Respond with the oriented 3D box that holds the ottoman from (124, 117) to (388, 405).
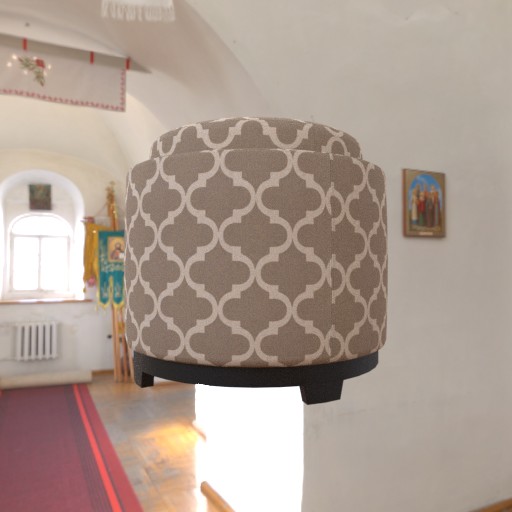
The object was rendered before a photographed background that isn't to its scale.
[{"bbox_3d":[0.000,0.000,0.841,0.480,0.429,0.480,0,-1,0],"label":"ottoman"}]
